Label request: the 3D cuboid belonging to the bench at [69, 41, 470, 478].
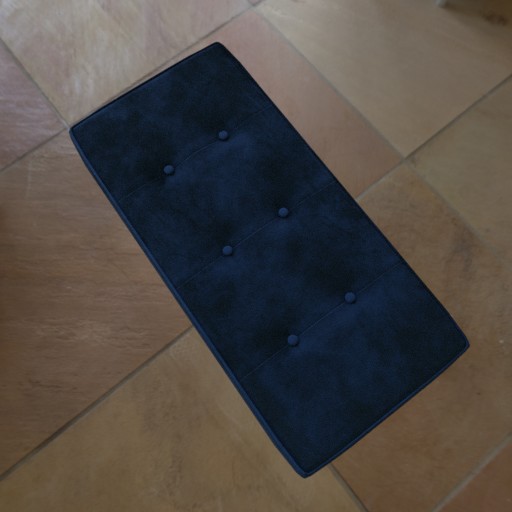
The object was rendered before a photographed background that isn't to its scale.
[{"bbox_3d":[0.000,0.000,1.255,0.489,0.467,1.010,-35,77,-9],"label":"bench"}]
